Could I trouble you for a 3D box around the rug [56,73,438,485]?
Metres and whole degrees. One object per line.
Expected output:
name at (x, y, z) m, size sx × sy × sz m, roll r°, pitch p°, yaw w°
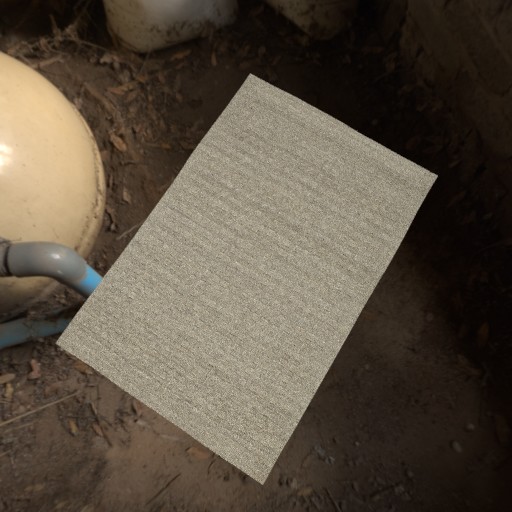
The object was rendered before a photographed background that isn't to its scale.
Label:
rug at (0.000, 0.000, 2.915) m, size 1.532 × 0.018 × 2.297 m, roll 31°, pitch 78°, yaw 7°
